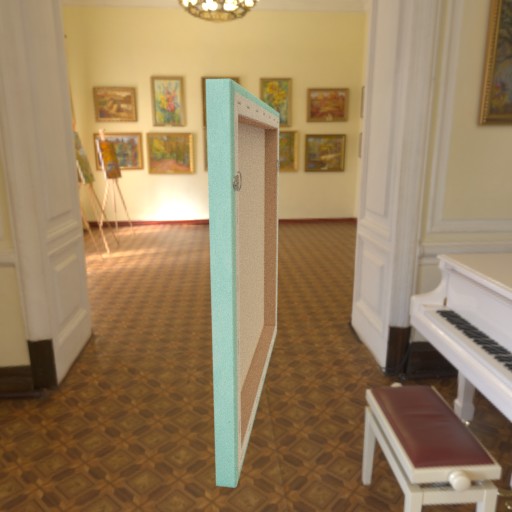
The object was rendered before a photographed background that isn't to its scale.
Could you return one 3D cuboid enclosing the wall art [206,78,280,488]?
[{"bbox_3d":[0.000,0.000,1.622,0.070,1.073,1.071,2,14,8],"label":"wall art"}]
